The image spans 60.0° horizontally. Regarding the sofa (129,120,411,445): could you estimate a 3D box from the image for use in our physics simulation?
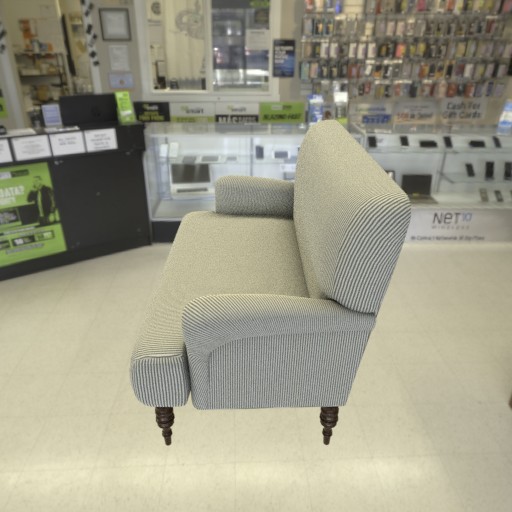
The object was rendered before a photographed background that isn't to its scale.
[{"bbox_3d":[0.000,0.000,1.793,0.779,0.889,1.297,0,27,0],"label":"sofa"}]
